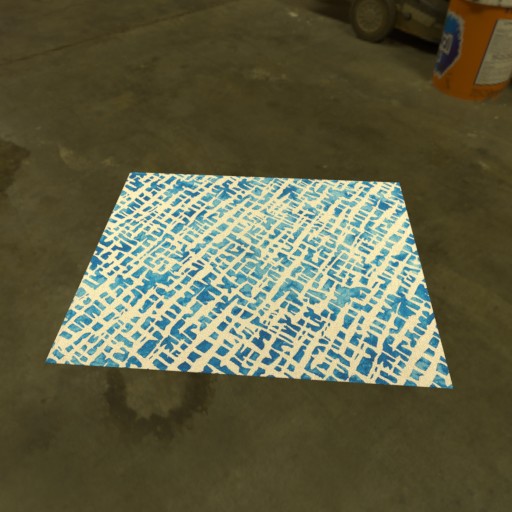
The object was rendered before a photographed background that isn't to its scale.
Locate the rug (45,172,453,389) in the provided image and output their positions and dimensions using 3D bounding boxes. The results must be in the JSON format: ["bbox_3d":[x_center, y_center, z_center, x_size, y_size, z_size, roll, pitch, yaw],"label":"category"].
[{"bbox_3d":[0.000,0.000,4.093,3.007,0.007,2.435,3,46,3],"label":"rug"}]
